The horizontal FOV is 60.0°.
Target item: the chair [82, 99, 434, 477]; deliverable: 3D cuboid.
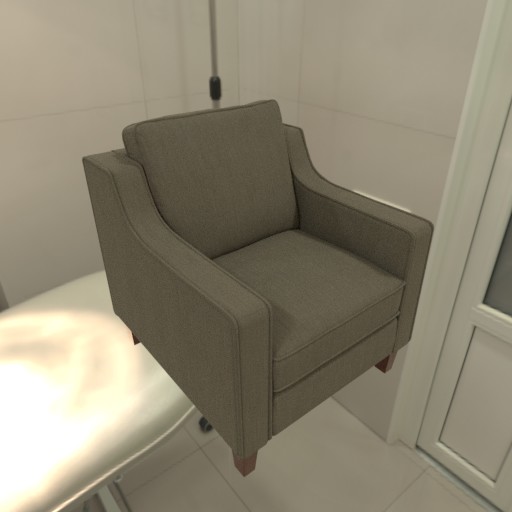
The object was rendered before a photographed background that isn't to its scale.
[{"bbox_3d":[0.000,0.000,1.621,0.831,0.960,0.909,-22,37,-33],"label":"chair"}]
